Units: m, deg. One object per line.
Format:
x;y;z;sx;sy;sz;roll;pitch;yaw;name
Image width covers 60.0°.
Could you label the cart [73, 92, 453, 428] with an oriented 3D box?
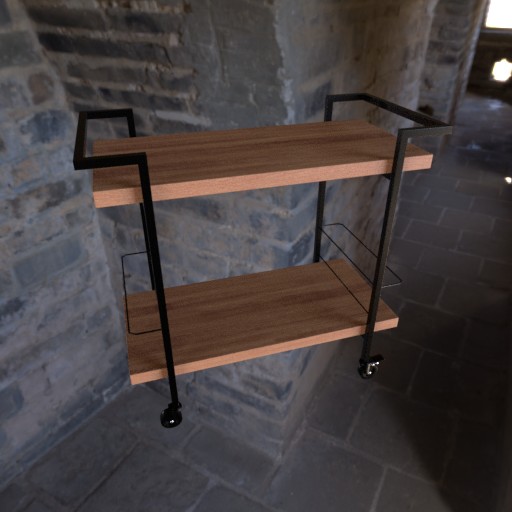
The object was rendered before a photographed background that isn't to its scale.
0.000;0.000;1.249;0.806;0.762;0.406;-9;32;-15;cart
